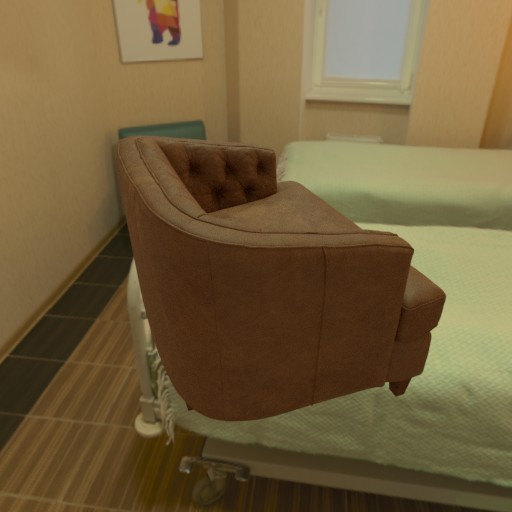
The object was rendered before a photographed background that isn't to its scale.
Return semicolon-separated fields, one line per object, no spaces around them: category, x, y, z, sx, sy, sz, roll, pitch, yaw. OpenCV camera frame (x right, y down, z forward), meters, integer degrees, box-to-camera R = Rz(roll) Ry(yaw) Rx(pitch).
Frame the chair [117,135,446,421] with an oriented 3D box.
chair;0.000;0.000;1.726;0.911;0.836;1.119;-11;32;-18
